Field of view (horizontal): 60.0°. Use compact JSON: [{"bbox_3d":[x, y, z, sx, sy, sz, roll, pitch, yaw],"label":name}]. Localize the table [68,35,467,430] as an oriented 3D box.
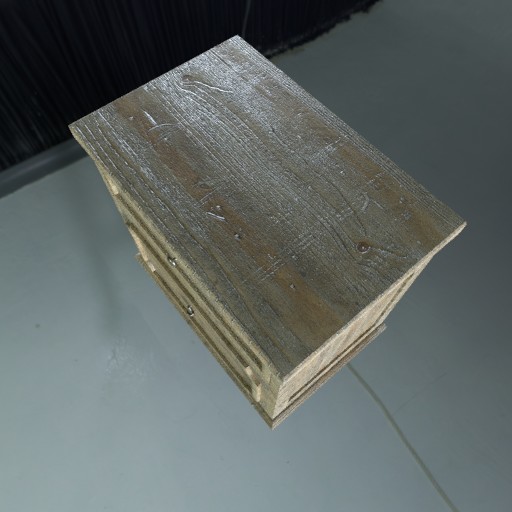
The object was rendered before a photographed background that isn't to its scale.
[{"bbox_3d":[0.000,0.000,1.177,0.457,0.711,0.686,-36,68,-17],"label":"table"}]
